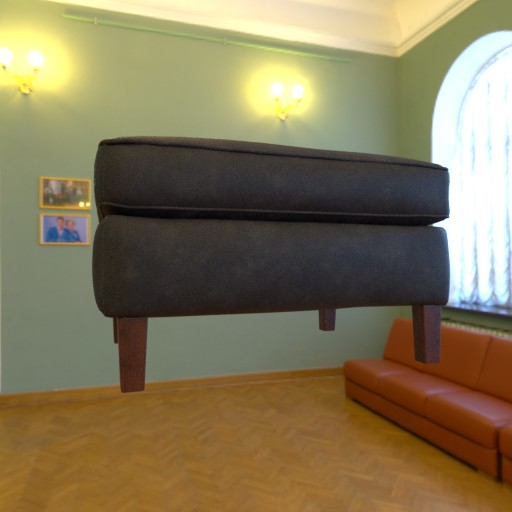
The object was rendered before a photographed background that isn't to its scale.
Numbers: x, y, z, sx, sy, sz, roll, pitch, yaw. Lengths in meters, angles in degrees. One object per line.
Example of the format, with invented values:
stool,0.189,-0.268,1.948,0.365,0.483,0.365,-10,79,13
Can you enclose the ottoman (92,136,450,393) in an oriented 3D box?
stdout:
ottoman,0.000,0.000,0.963,0.665,0.413,0.501,0,0,-19
